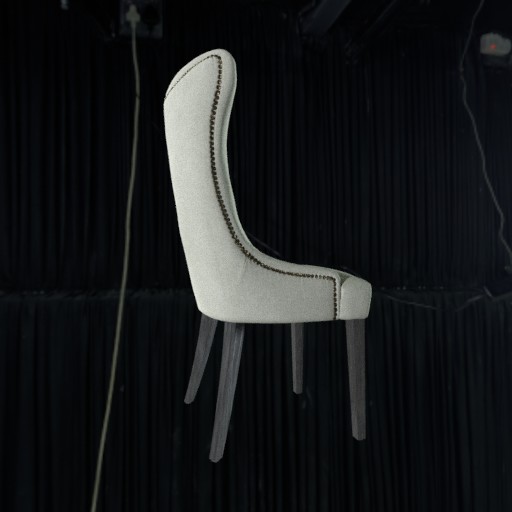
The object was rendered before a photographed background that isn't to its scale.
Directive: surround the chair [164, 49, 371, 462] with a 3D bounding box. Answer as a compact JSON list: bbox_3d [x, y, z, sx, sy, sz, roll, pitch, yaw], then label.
[{"bbox_3d":[0.000,0.000,1.440,0.590,1.065,0.584,0,-1,-17],"label":"chair"}]
